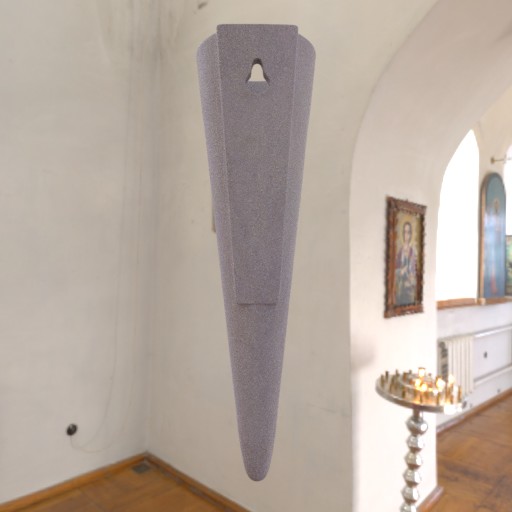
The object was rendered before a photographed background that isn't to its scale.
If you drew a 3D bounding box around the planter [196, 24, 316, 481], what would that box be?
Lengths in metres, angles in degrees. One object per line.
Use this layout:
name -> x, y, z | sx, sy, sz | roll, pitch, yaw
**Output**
planter -> 0.000, 0.000, 0.290 | 0.078, 0.259, 0.087 | 0, 0, -1
